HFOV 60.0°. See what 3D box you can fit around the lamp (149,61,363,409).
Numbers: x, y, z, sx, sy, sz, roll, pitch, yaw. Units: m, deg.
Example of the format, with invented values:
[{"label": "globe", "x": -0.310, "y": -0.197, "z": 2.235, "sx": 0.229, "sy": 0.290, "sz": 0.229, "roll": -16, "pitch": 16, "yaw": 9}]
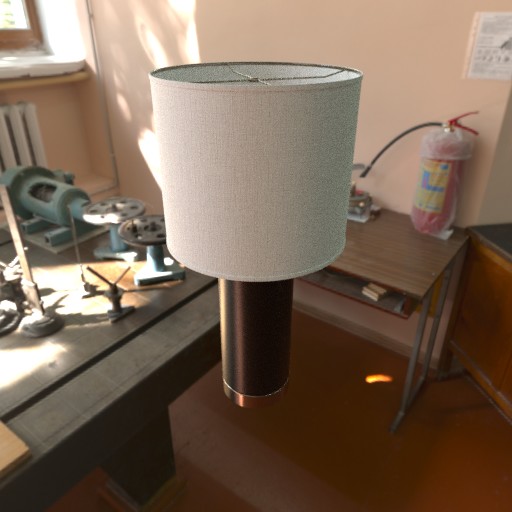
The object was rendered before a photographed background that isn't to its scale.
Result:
[{"label": "lamp", "x": 0.000, "y": 0.000, "z": 0.622, "sx": 0.241, "sy": 0.482, "sz": 0.240, "roll": -9, "pitch": 30, "yaw": -17}]
